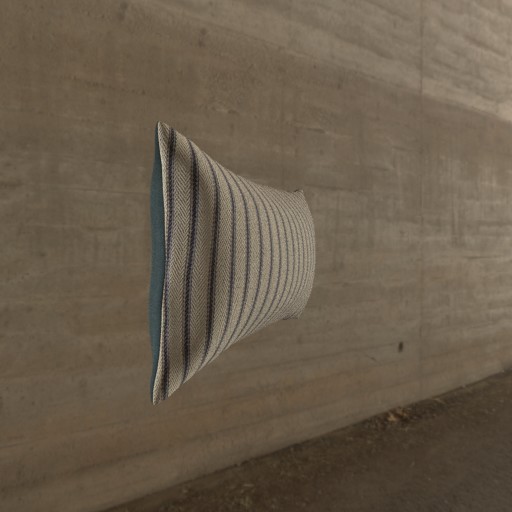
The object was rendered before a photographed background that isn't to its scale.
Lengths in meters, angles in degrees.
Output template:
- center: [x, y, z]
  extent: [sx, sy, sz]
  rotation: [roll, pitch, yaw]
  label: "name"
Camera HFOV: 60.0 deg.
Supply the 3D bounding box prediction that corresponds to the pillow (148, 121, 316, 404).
- center: [0.000, 0.000, 0.741]
  extent: [0.151, 0.305, 0.609]
  rotation: [0, 1, 20]
  label: "pillow"
